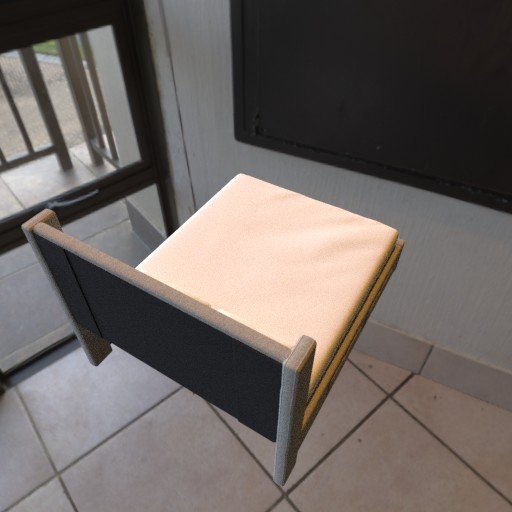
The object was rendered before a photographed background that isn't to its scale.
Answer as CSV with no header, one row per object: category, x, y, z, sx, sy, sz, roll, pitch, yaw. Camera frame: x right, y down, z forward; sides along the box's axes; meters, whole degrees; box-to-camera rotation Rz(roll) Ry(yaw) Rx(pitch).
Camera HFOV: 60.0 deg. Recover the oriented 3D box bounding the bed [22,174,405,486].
bed,0.000,0.000,3.365,1.774,1.491,2.222,24,50,21
